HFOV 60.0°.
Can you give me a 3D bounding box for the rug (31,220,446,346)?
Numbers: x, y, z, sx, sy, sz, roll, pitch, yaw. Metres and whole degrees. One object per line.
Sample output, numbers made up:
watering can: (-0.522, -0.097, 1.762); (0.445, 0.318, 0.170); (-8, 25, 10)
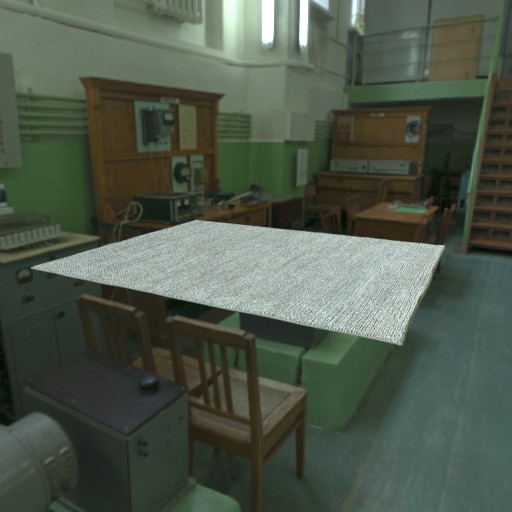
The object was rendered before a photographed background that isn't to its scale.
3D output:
rug: (0.000, 0.000, 4.097); (3.052, 0.030, 2.429); (8, 17, 27)
